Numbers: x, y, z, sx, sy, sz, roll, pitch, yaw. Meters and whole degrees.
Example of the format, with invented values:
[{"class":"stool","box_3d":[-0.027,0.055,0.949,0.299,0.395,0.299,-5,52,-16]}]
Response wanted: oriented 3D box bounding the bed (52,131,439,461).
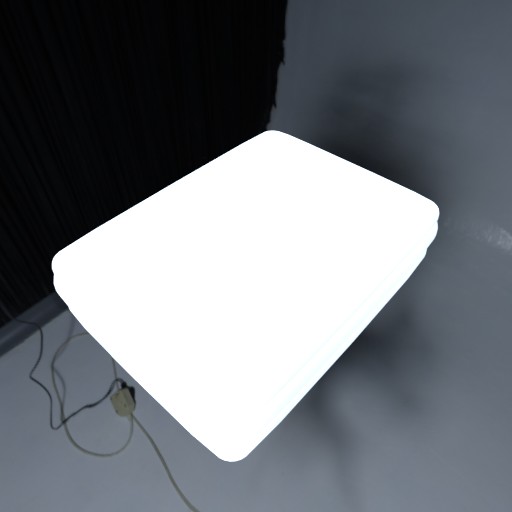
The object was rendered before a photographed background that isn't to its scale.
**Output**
[{"class":"bed","box_3d":[0.000,0.000,2.742,1.520,0.460,2.036,33,54,28]}]
